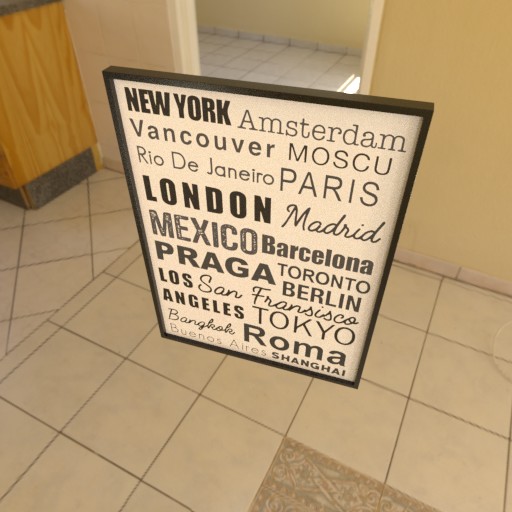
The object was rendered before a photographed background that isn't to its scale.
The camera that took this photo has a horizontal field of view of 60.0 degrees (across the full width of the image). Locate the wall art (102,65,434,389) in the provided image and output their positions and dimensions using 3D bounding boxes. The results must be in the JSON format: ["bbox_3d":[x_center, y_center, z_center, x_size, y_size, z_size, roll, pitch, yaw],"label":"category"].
[{"bbox_3d":[0.000,0.000,1.368,0.788,1.046,0.043,12,43,13],"label":"wall art"}]
